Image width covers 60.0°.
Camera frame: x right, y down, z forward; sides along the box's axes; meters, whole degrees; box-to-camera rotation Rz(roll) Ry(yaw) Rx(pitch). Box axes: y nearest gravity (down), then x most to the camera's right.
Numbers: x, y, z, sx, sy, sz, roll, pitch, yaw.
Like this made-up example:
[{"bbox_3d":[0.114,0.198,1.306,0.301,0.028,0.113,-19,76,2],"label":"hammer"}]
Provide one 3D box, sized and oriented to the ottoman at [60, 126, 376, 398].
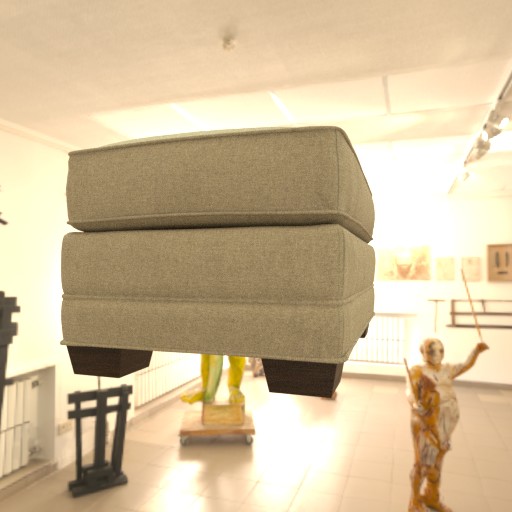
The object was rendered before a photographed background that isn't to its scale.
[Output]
[{"bbox_3d":[0.000,0.000,1.215,0.611,0.508,0.848,0,-2,18],"label":"ottoman"}]
